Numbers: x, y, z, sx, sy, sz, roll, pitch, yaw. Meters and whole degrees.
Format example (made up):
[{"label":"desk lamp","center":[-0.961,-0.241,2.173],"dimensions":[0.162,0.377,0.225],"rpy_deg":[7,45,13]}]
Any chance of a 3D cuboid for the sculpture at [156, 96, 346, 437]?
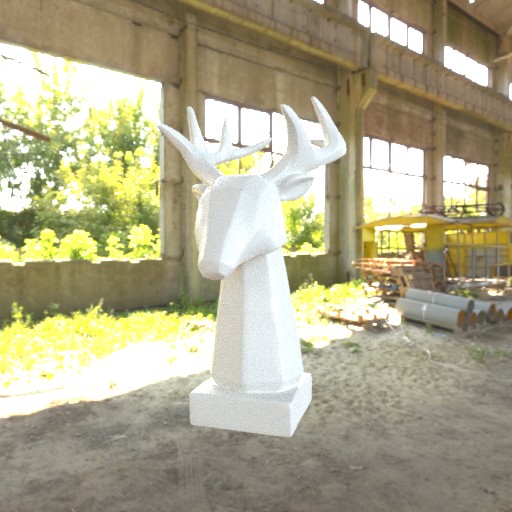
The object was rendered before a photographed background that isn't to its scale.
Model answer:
[{"label":"sculpture","center":[0.000,0.000,0.463],"dimensions":[0.174,0.329,0.224],"rpy_deg":[0,1,18]}]
